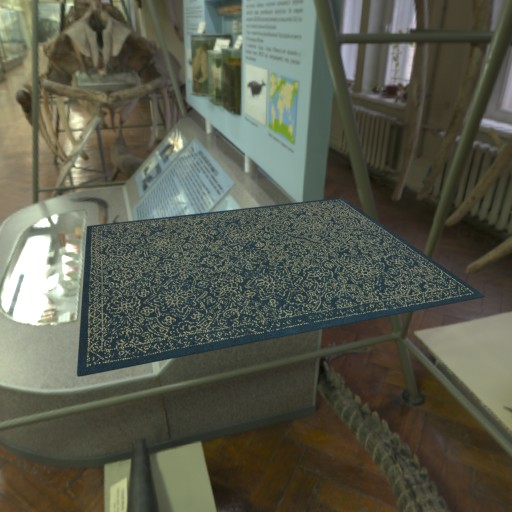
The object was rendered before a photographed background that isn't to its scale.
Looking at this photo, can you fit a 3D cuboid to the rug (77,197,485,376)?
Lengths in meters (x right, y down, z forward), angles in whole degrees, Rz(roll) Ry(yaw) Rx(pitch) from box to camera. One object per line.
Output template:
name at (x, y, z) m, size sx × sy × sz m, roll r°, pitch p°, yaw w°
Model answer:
rug at (0.000, 0.000, 4.135) m, size 3.048 × 0.010 × 2.438 m, roll -8°, pitch 28°, yaw -15°
